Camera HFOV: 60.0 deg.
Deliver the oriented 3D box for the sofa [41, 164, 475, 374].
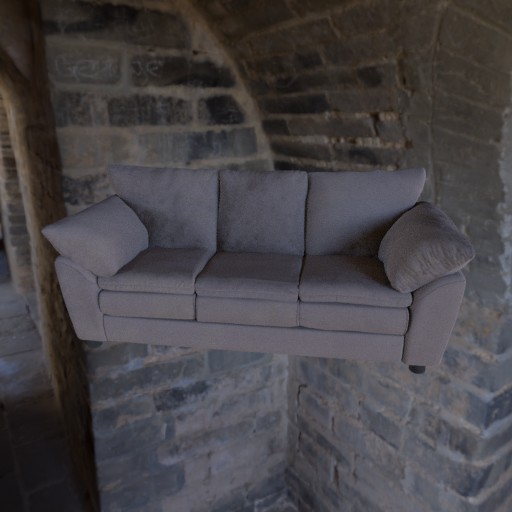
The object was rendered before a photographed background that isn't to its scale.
[{"bbox_3d":[0.000,0.000,2.779,2.336,1.073,0.878,2,16,9],"label":"sofa"}]
